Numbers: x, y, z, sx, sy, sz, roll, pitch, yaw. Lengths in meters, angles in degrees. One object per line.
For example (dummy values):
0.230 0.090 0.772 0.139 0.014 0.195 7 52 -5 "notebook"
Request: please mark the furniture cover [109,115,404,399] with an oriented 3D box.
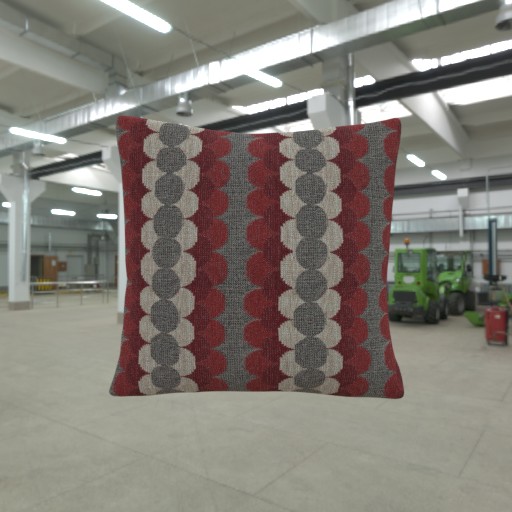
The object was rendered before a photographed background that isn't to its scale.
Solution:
0.000 0.000 0.658 0.435 0.420 0.145 0 -1 1 "furniture cover"
